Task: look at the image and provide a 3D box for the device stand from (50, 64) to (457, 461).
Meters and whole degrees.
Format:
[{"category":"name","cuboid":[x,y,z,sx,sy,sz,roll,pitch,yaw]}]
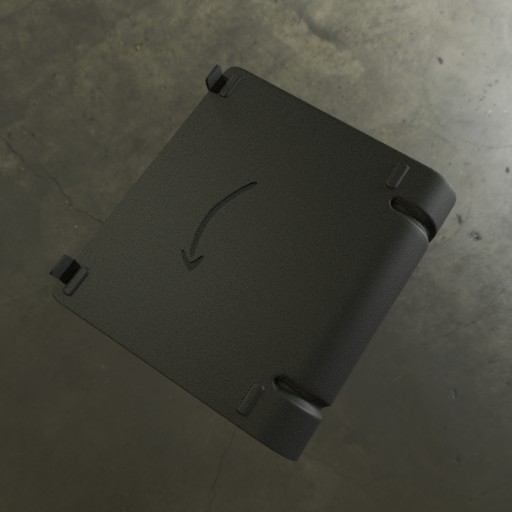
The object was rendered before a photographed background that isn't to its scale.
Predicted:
[{"category":"device stand","cuboid":[0.000,0.000,0.404,0.236,0.155,0.256,34,79,7]}]
